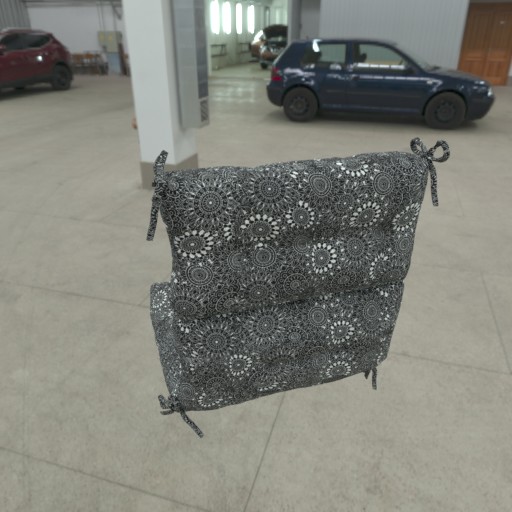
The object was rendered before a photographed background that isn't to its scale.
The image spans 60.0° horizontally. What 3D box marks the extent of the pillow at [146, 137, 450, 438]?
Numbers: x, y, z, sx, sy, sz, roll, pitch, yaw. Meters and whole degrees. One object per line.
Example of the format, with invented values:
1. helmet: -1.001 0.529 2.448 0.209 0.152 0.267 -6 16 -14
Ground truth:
1. pillow: 0.000 0.000 1.008 0.519 0.605 0.571 -9 28 -16
